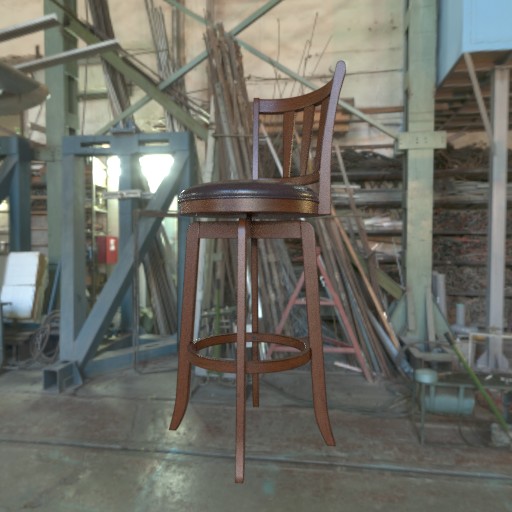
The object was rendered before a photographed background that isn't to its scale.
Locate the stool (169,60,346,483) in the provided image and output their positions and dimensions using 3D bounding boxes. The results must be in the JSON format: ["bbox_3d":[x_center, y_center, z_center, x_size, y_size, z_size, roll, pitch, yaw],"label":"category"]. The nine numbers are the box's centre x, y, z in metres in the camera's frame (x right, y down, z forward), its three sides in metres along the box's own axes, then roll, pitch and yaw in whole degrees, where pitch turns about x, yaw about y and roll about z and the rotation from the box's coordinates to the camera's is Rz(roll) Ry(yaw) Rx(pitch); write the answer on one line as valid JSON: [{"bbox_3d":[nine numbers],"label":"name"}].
[{"bbox_3d":[0.000,0.000,1.436,0.503,1.177,0.464,-2,3,-36],"label":"stool"}]
